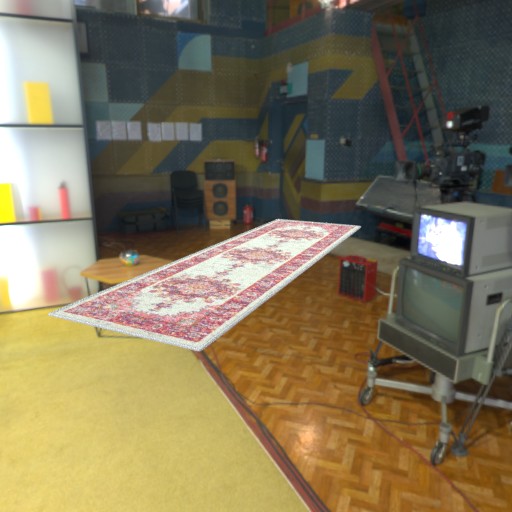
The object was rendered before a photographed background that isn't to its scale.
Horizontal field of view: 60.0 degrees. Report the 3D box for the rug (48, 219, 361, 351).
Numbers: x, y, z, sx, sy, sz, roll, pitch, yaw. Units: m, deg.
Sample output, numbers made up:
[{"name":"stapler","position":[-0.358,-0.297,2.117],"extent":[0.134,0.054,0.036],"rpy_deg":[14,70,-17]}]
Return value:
[{"name":"rug","position":[0.000,0.000,2.048],"extent":[0.562,0.009,1.824],"rpy_deg":[7,17,25]}]
